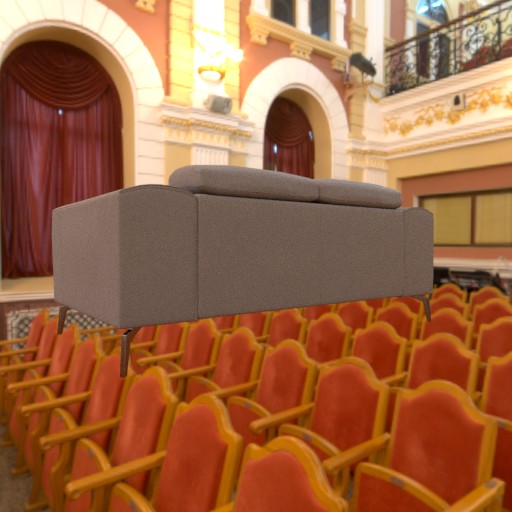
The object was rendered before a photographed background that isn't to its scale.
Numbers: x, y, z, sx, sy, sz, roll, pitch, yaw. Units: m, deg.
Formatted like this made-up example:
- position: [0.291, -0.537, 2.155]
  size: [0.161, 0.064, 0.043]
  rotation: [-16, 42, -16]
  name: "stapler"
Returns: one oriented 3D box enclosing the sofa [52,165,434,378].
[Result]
- position: [0.000, 0.000, 2.422]
  size: [1.895, 0.779, 1.003]
  rotation: [-1, 2, -37]
  name: "sofa"
